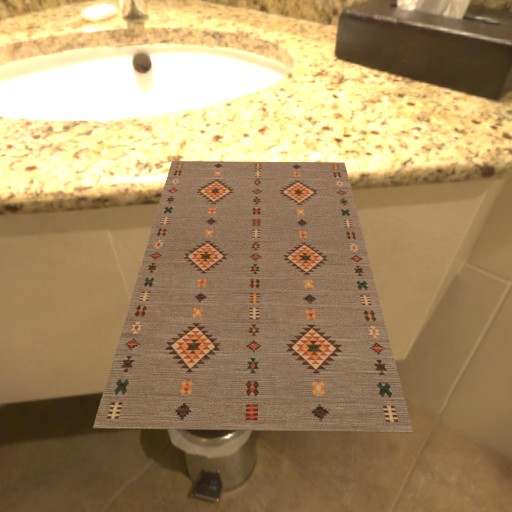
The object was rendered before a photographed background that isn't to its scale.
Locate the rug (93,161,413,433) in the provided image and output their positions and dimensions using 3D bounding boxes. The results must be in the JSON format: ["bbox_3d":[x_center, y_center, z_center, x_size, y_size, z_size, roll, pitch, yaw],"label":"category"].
[{"bbox_3d":[0.000,0.000,2.986,1.515,0.007,2.427,1,43,1],"label":"rug"}]
